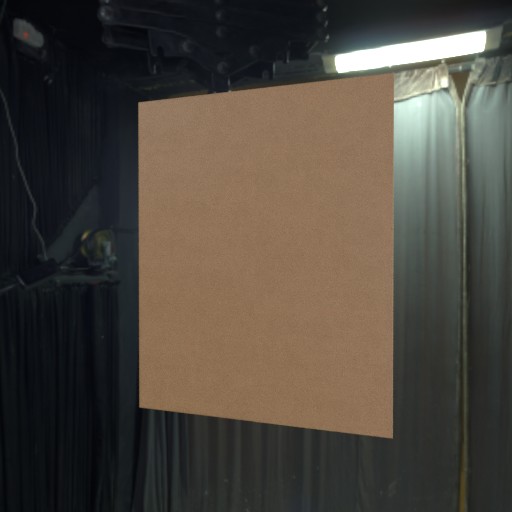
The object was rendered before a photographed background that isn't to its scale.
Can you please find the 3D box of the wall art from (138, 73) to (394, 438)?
[{"bbox_3d":[0.000,0.000,1.349,0.798,1.002,0.030,0,1,18],"label":"wall art"}]
